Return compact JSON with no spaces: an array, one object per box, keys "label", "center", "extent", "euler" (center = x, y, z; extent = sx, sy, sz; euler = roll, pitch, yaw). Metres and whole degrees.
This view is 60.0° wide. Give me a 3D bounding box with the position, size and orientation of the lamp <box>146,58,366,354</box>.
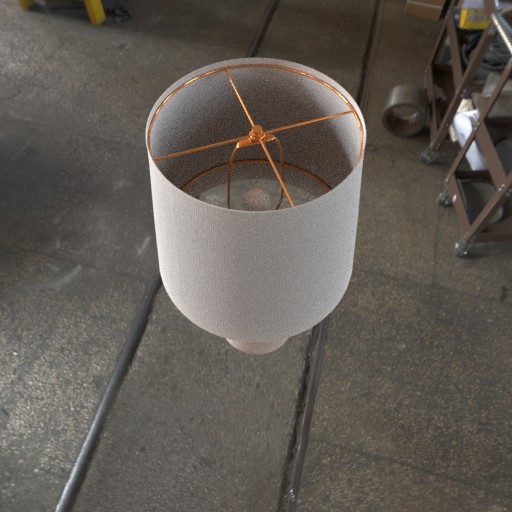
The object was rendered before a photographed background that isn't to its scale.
[{"label":"lamp","center":[0.000,0.000,0.446],"extent":[0.189,0.340,0.189],"euler":[0,58,0]}]
